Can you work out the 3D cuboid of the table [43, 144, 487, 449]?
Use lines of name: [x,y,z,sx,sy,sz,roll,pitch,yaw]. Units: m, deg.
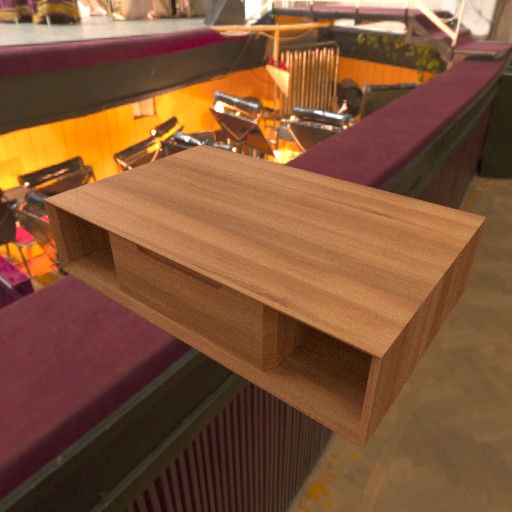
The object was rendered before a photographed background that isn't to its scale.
table: [0.000,0.000,1.385,1.100,0.330,0.700,22,38,32]
